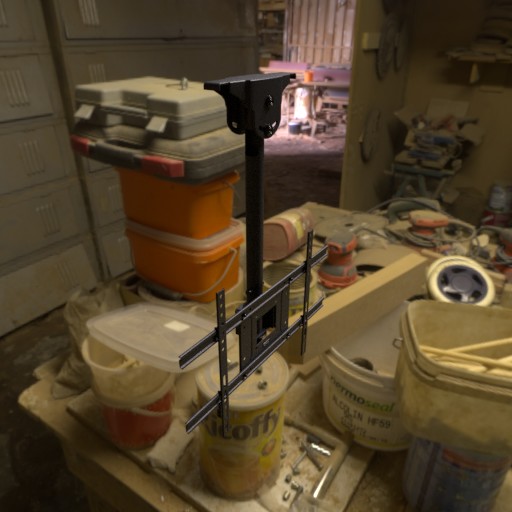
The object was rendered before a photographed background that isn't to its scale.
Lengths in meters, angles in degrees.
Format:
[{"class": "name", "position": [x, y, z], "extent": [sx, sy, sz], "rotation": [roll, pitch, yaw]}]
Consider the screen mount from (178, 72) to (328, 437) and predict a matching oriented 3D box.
[{"class": "screen mount", "position": [0.000, 0.000, 1.032], "extent": [0.090, 0.775, 0.595], "rotation": [18, 32, 31]}]
